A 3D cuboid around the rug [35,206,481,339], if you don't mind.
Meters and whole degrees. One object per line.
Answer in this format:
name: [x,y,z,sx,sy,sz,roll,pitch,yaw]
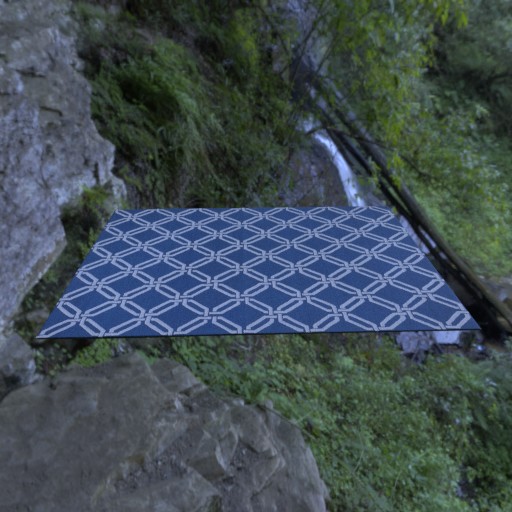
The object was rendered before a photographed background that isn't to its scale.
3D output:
rug: [0.000,0.000,4.377,3.342,0.018,2.432,-1,29,-2]
